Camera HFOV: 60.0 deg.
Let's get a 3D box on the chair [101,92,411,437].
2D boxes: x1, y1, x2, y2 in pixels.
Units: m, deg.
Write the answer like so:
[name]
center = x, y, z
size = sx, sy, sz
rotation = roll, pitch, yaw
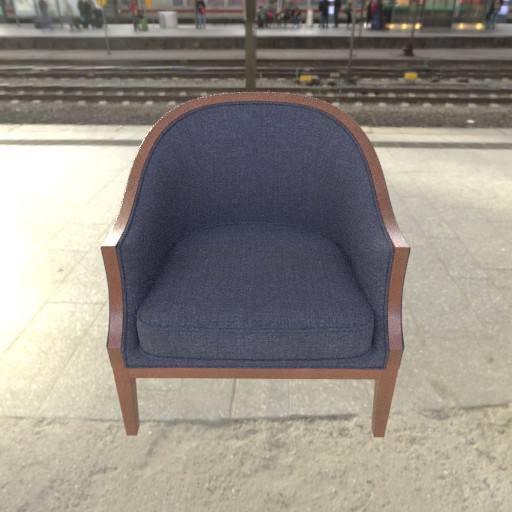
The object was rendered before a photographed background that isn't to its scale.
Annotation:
[chair]
center = 0.000, 0.000, 1.406
size = 0.803, 0.876, 0.735
rotation = 0, 29, 0
